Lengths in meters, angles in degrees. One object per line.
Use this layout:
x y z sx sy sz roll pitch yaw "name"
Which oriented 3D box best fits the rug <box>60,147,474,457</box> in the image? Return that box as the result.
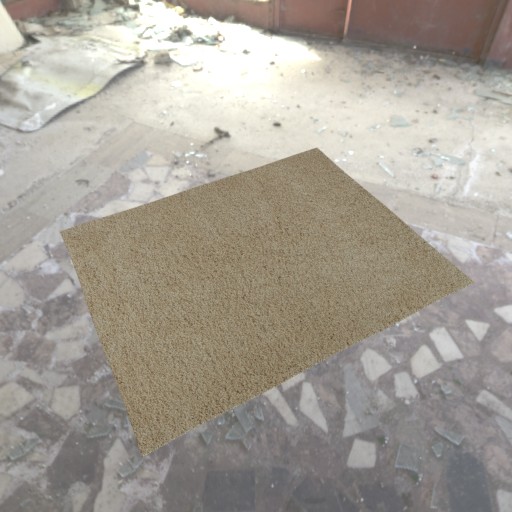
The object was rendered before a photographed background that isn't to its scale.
0.000 0.000 4.062 3.000 0.025 2.400 -22 50 -20 "rug"
